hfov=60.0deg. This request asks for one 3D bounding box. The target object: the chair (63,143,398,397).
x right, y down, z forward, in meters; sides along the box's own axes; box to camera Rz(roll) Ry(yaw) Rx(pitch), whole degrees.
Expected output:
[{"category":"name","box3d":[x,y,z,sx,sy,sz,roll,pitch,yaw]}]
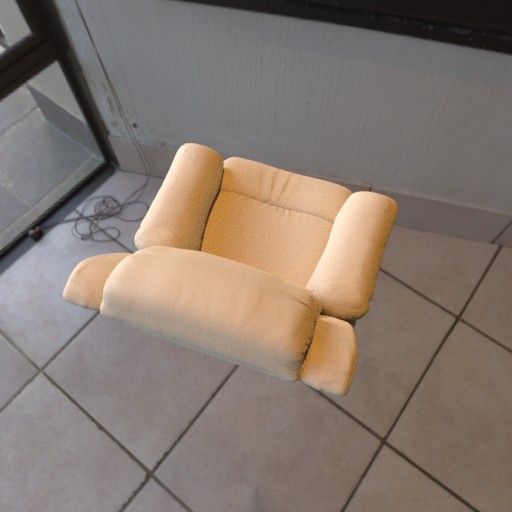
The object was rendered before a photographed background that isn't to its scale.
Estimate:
[{"category":"chair","box3d":[0.000,0.000,1.226,0.680,0.702,0.709,17,64,9]}]
